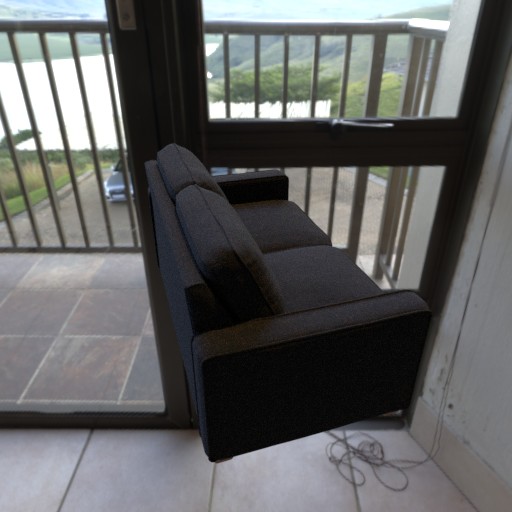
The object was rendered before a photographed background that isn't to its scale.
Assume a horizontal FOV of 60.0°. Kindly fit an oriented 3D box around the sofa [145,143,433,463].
[{"bbox_3d":[0.000,0.000,2.353,0.947,0.918,1.709,-9,32,-15],"label":"sofa"}]
